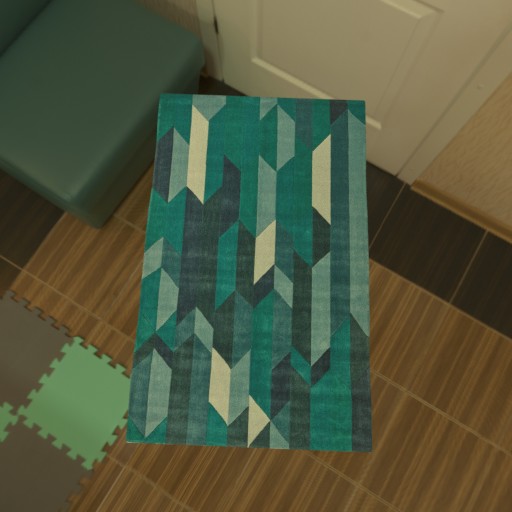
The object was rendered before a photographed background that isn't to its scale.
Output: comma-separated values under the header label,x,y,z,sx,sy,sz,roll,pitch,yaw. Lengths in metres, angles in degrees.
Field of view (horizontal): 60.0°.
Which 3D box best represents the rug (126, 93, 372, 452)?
label,x,y,z,sx,sy,sz,roll,pitch,yaw
rug,0.000,0.000,3.005,1.528,0.005,2.420,2,77,1
